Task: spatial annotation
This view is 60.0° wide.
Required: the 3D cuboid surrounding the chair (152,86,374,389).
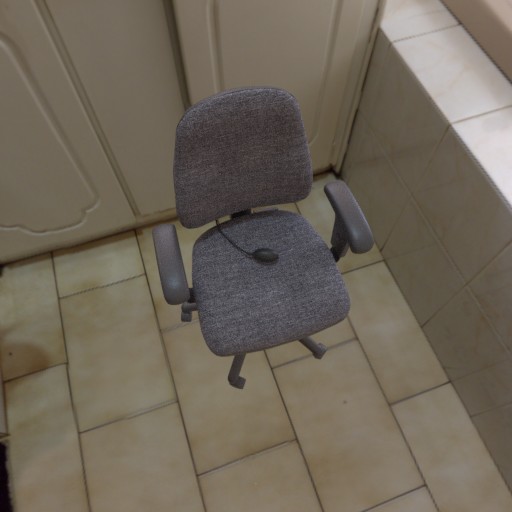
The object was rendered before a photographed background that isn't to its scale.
[{"bbox_3d":[0.000,0.000,1.259,0.550,0.910,0.530,-15,64,-8],"label":"chair"}]
